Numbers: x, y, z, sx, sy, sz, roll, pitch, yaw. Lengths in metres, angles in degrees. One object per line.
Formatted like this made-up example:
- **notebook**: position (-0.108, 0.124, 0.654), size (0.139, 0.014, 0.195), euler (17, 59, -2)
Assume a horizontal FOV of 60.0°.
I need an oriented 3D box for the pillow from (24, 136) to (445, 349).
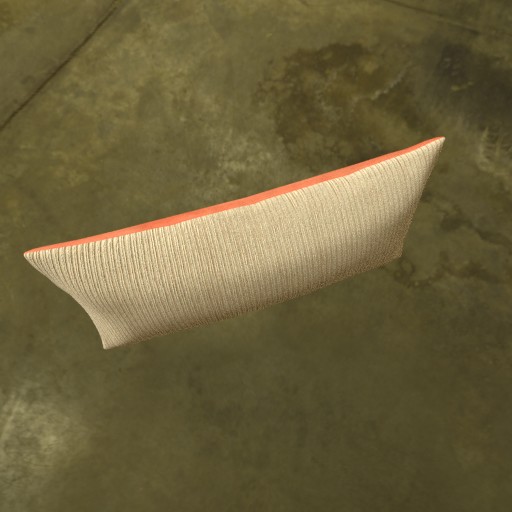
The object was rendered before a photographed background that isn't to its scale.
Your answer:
- **pillow**: position (0.000, 0.000, 0.732), size (0.608, 0.307, 0.155), euler (-17, 65, -8)
